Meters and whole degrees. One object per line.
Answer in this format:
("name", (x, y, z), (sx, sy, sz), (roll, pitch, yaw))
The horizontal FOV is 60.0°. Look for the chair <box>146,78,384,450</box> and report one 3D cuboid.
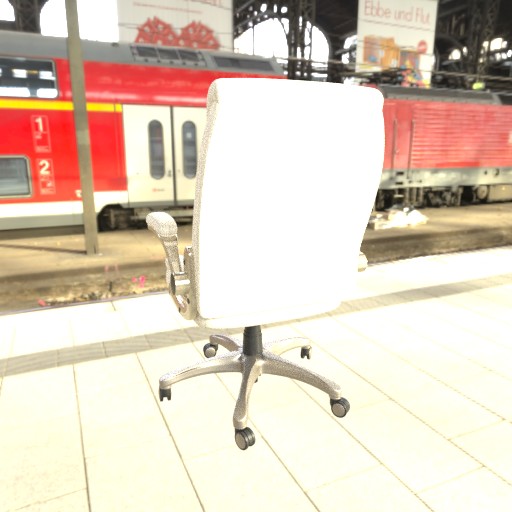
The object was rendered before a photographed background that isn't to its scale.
("chair", (0.000, 0.000, 1.619), (0.740, 1.110, 0.794), (-7, 15, -26))
